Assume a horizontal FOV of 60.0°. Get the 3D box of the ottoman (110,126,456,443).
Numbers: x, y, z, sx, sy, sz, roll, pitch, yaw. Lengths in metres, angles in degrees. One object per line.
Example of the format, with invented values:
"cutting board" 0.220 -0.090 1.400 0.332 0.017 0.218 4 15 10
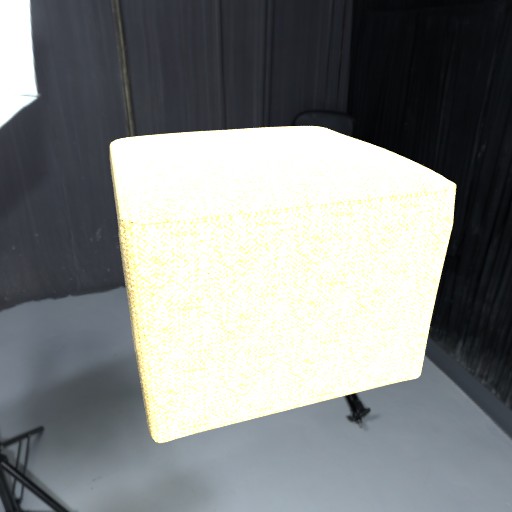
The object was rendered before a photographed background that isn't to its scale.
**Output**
"ottoman" 0.000 0.000 0.894 0.512 0.441 0.505 -8 28 -16
